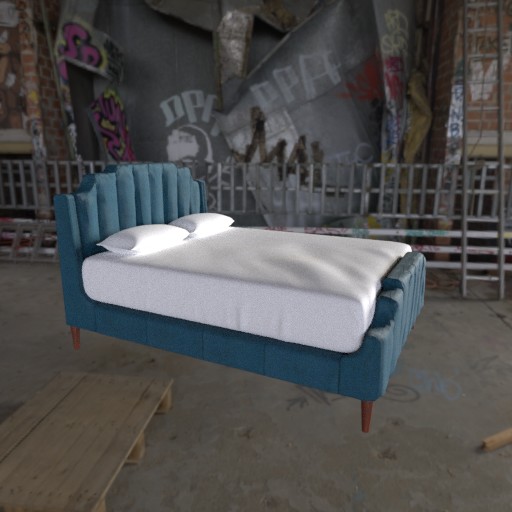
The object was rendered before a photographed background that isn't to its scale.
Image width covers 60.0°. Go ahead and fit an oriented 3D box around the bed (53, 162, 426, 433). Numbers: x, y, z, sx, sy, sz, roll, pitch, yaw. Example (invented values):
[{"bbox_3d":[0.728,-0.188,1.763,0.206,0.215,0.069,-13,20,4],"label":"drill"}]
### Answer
[{"bbox_3d":[0.000,0.000,3.377,2.322,1.351,1.676,7,15,27],"label":"bed"}]
